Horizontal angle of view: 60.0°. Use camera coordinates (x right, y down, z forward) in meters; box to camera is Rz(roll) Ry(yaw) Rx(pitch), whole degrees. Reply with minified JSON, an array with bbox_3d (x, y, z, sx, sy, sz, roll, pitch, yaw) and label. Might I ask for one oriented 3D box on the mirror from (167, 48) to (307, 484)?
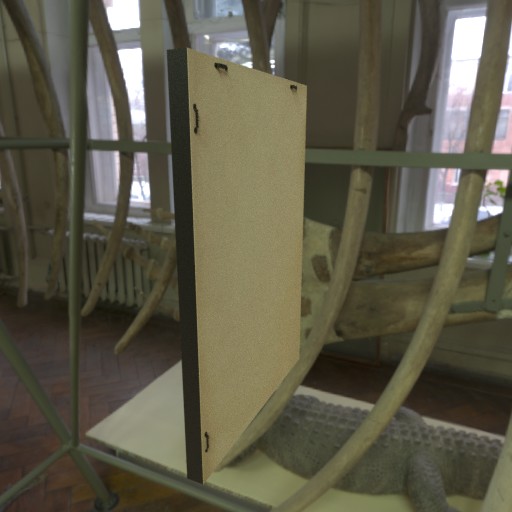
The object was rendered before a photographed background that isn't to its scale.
[{"bbox_3d":[0.000,0.000,0.920,0.039,0.710,0.507,7,16,24],"label":"mirror"}]
